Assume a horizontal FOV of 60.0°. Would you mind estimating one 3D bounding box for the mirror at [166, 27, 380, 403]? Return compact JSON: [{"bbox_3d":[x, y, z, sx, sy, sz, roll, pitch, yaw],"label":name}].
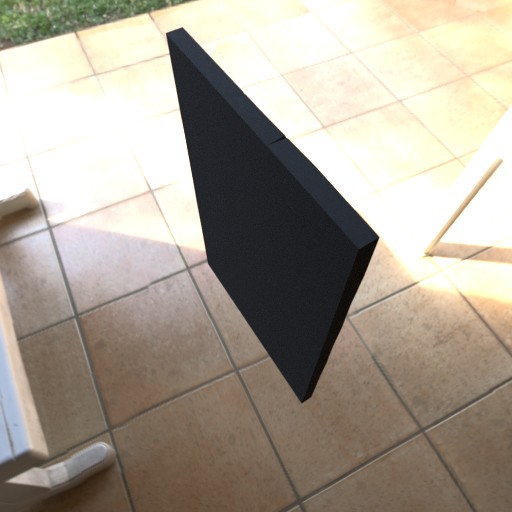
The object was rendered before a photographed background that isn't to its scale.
[{"bbox_3d":[0.000,0.000,1.148,0.044,0.912,0.606,-28,63,-16],"label":"mirror"}]
